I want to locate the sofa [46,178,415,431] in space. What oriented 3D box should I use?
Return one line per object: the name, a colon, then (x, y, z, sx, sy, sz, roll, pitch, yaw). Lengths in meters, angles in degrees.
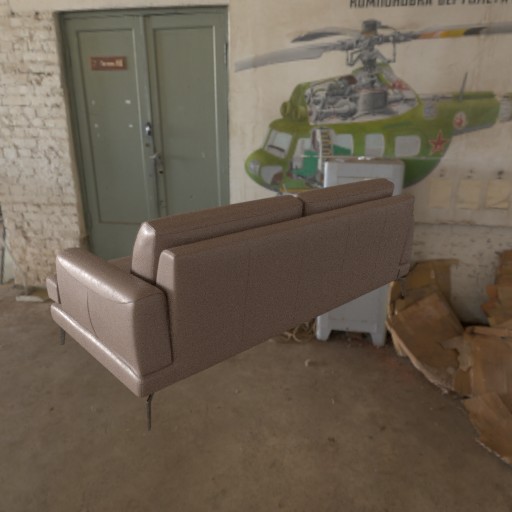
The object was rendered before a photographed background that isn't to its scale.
sofa: (0.000, 0.000, 2.445, 1.940, 0.765, 0.974, -16, 24, -40)
